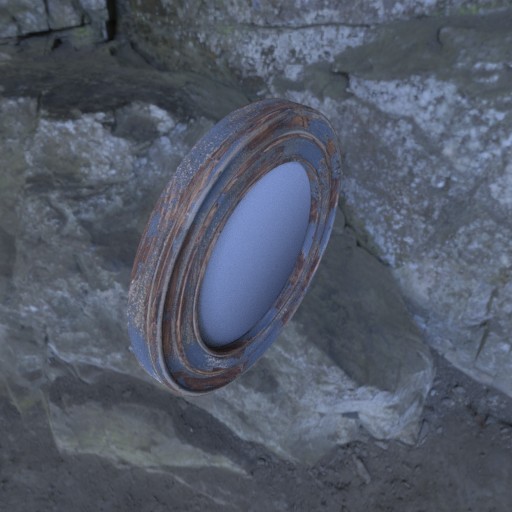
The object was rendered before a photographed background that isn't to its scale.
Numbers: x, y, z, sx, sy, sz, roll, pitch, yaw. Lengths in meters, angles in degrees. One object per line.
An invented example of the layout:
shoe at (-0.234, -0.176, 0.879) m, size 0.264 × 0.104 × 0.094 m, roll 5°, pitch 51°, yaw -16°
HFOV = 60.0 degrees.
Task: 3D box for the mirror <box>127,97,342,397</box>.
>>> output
mirror at (0.000, 0.000, 0.868) m, size 0.061 × 0.585 × 0.585 m, roll 26°, pitch 48°, yaw 27°
